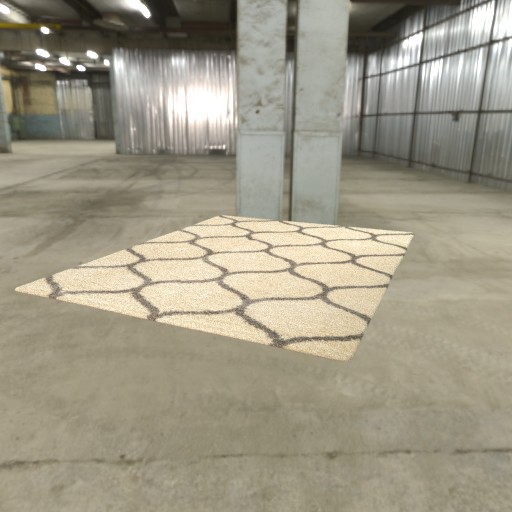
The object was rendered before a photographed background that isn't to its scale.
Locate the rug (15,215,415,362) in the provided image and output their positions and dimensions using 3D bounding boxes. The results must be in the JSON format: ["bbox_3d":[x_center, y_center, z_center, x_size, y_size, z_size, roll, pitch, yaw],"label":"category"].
[{"bbox_3d":[0.000,0.000,3.953,2.399,0.026,3.000,7,18,24],"label":"rug"}]
